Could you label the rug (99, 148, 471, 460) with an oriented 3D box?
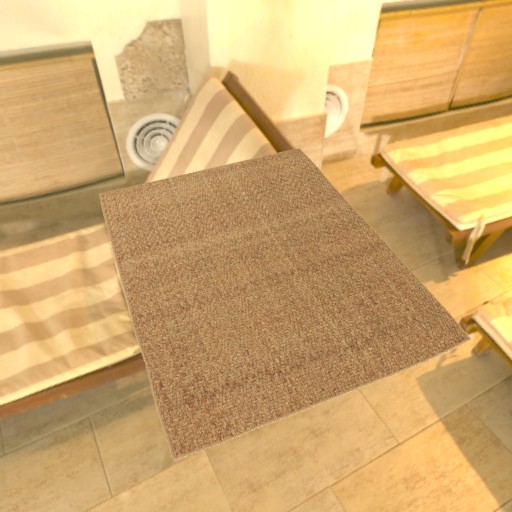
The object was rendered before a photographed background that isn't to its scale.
[{"bbox_3d":[0.000,0.000,4.116,2.439,0.013,3.048,-16,47,-16],"label":"rug"}]
